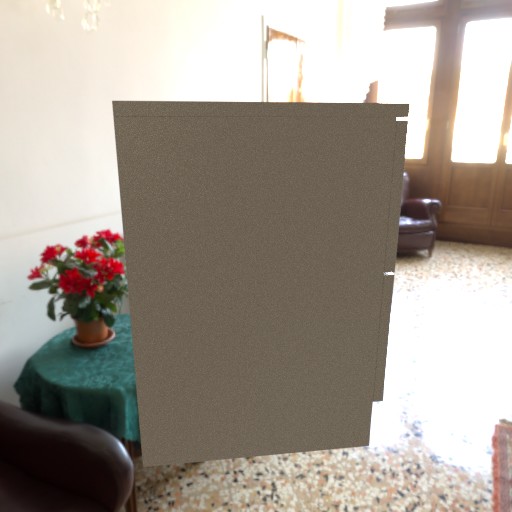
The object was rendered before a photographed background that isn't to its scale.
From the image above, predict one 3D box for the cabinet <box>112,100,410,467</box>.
[{"bbox_3d":[0.000,0.000,0.747,0.360,0.470,0.400,-2,16,-7],"label":"cabinet"}]
